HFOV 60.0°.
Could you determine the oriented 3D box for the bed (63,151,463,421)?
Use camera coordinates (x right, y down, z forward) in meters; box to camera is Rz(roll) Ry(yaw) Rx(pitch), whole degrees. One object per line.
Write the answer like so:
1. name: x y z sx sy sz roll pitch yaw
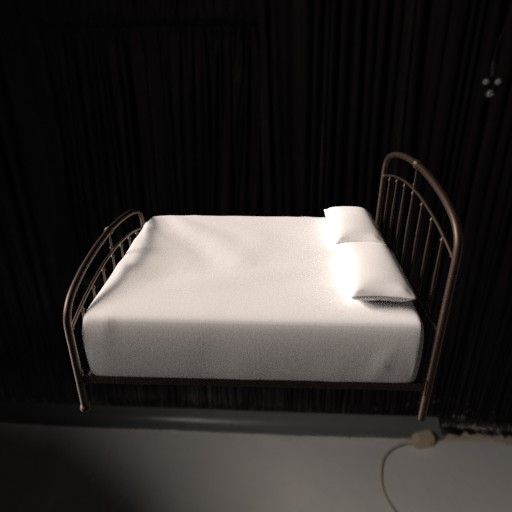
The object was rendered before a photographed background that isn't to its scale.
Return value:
1. bed: 0.000 0.000 3.229 2.180 1.425 1.711 1 26 2
